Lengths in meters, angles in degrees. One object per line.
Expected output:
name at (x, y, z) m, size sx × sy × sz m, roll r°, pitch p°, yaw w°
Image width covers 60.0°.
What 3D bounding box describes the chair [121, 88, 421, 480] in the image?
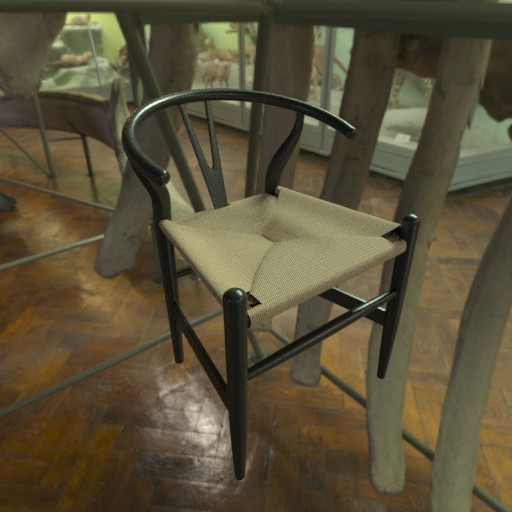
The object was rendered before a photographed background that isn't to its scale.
chair at (0.000, 0.000, 1.140) m, size 0.570 × 0.739 × 0.570 m, roll -21°, pitch 36°, yaw -32°
